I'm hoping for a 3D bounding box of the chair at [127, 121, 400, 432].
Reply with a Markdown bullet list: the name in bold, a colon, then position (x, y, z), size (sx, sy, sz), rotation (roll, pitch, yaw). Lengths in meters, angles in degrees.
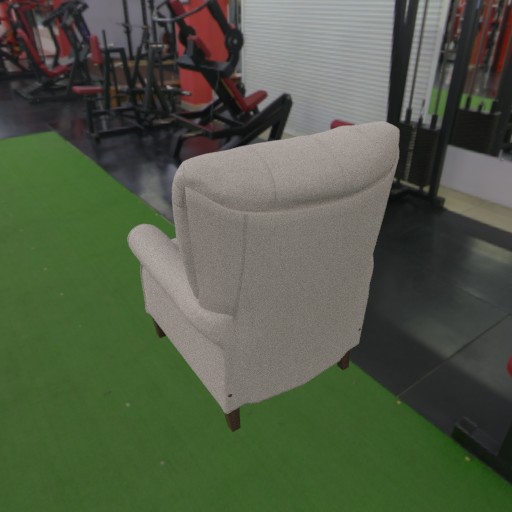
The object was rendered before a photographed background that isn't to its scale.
- **chair**: position (0.000, 0.000, 1.968), size (0.942, 1.209, 1.025), rotation (-19, 35, -29)
